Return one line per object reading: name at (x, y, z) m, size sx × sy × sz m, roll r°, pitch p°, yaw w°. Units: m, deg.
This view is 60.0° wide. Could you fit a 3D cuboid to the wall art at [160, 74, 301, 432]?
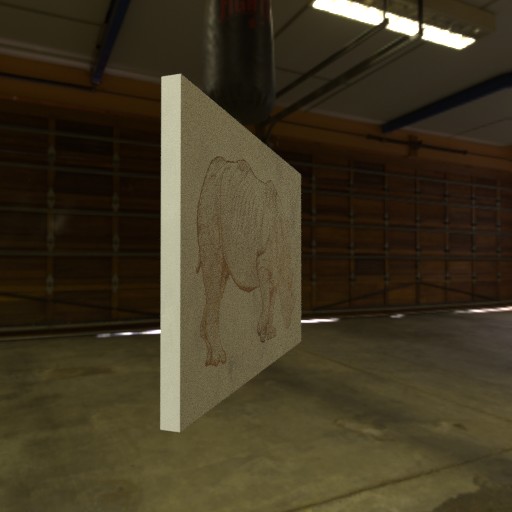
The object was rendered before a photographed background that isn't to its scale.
wall art at (0.000, 0.000, 1.194) m, size 0.038 × 0.610 × 0.915 m, roll 0°, pitch -1°, yaw 19°
